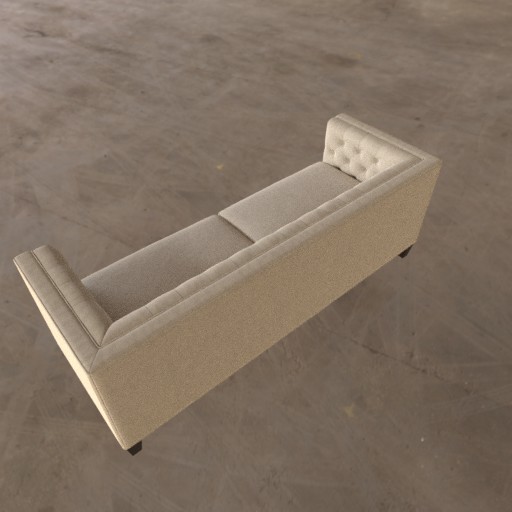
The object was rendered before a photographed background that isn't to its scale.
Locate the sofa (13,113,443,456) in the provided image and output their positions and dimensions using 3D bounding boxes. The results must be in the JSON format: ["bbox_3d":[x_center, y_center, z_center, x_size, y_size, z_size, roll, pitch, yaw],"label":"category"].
[{"bbox_3d":[0.000,0.000,2.495,2.159,0.762,0.775,-30,52,-28],"label":"sofa"}]
